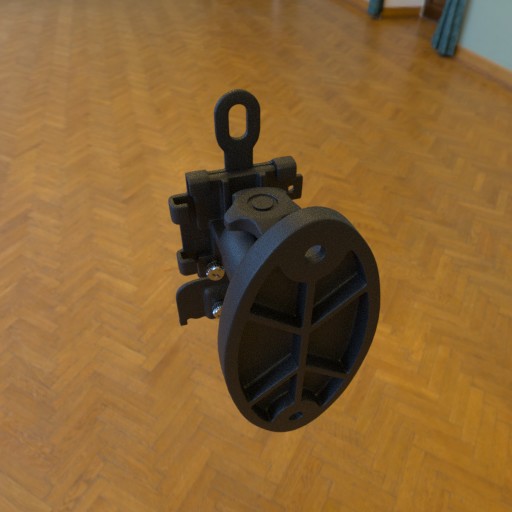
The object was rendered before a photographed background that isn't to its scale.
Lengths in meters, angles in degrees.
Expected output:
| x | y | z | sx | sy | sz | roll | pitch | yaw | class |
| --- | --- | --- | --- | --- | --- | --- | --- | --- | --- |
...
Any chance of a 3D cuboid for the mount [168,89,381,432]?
| x | y | z | sx | sy | sz | roll | pitch | yaw | class |
| --- | --- | --- | --- | --- | --- | --- | --- | --- | --- |
| 0.000 | 0.000 | 0.178 | 0.066 | 0.118 | 0.100 | -12 | 43 | -13 | mount |
